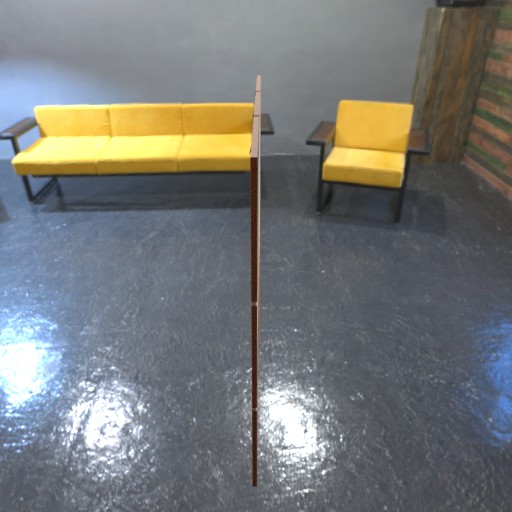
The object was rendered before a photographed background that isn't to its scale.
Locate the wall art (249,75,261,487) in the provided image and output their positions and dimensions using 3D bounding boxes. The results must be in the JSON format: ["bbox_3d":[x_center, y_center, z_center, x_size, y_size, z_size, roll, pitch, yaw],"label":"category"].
[{"bbox_3d":[0.000,0.000,1.352,0.018,0.904,0.906,0,30,1],"label":"wall art"}]
